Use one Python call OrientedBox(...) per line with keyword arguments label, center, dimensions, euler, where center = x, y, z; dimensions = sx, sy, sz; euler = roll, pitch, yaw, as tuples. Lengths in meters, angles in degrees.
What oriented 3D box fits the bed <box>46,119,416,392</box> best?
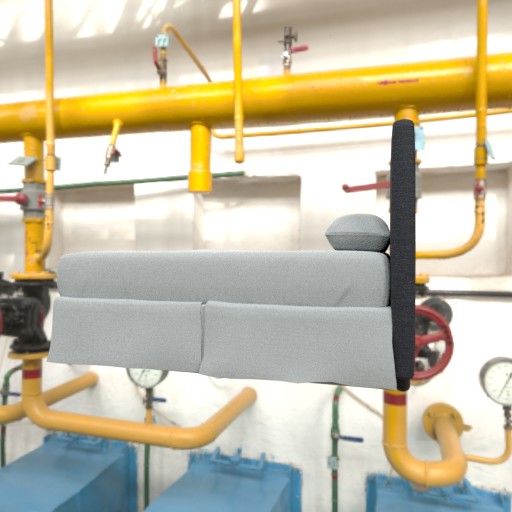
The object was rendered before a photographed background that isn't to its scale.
OrientedBox(label="bed", center=(0.000, 0.000, 3.253), dimensions=(2.142, 1.330, 1.884), euler=(0, 0, 17))
